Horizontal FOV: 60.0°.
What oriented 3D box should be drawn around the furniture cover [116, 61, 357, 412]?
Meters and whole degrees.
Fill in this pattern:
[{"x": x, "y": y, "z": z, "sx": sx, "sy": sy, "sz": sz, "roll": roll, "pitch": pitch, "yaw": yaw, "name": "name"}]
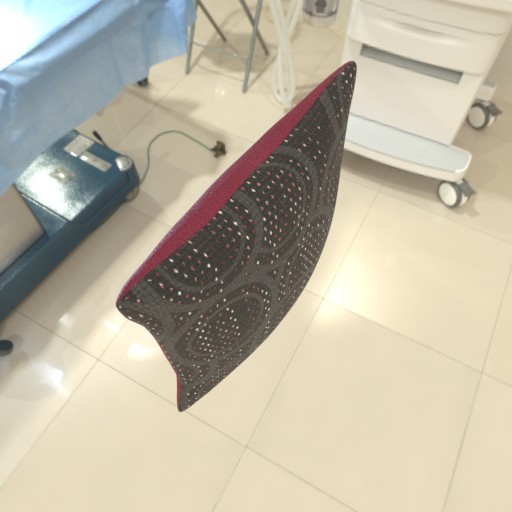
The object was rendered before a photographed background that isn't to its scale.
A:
[{"x": 0.000, "y": 0.000, "z": 0.826, "sx": 0.193, "sy": 0.509, "sz": 0.552, "roll": 31, "pitch": 63, "yaw": 18, "name": "furniture cover"}]
